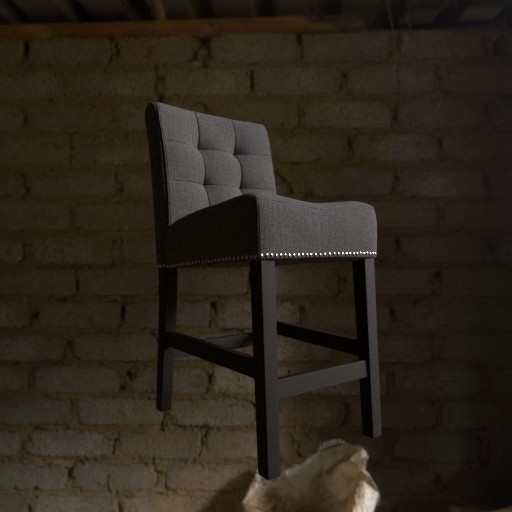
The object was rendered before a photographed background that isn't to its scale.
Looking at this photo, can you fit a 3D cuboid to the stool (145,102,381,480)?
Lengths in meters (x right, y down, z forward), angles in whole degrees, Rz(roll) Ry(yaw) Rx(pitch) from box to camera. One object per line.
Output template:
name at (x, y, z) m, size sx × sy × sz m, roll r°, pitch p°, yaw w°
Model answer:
stool at (0.000, 0.000, 1.208) m, size 0.427 × 0.885 × 0.571 m, roll -1°, pitch 1°, yaw -37°
